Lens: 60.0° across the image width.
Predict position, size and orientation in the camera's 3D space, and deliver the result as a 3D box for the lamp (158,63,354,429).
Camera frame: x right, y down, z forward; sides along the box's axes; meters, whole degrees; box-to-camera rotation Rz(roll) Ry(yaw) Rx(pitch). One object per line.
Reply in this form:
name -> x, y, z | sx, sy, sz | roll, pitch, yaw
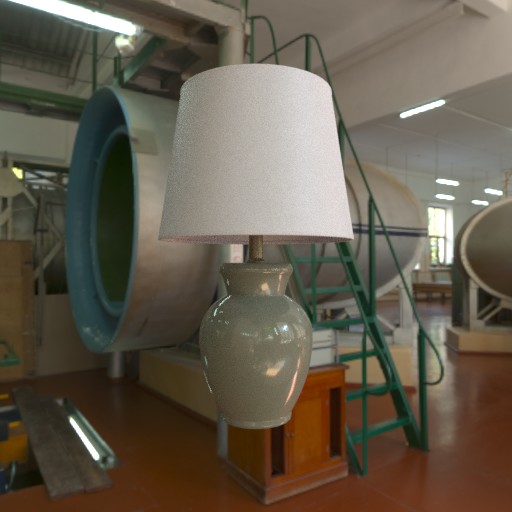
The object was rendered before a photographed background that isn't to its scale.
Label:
lamp -> 0.000, 0.000, 0.554 | 0.239, 0.399, 0.239 | 0, -1, 0
